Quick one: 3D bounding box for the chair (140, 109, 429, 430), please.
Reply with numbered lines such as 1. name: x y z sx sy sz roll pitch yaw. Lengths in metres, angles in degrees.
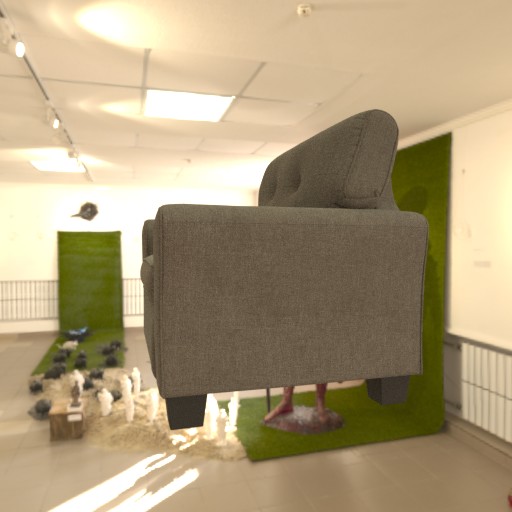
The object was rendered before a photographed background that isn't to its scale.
1. chair: 0.000 0.000 1.635 0.816 0.890 0.941 0 2 -17
